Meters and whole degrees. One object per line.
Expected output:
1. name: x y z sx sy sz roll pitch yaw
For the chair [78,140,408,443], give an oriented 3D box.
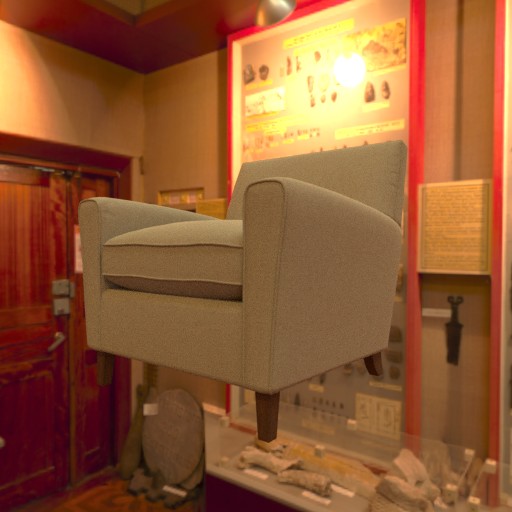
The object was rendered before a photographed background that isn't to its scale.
1. chair: 0.000 0.000 1.558 0.840 0.846 0.871 1 2 38
